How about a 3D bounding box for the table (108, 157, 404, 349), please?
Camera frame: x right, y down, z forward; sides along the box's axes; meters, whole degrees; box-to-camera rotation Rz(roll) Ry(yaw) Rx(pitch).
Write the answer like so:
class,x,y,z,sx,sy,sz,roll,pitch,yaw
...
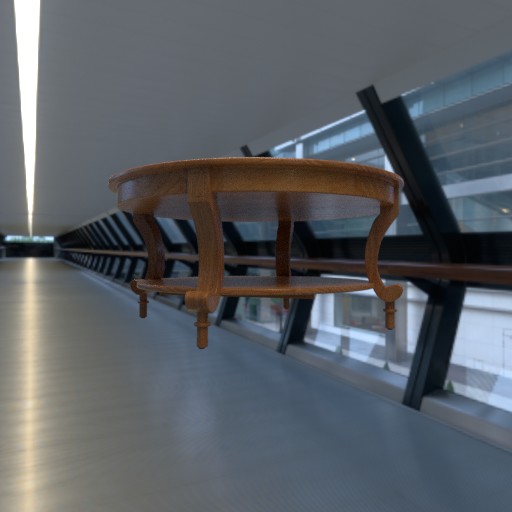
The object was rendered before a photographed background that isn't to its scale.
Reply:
class,x,y,z,sx,sy,sz,roll,pitch,yaw
table,0.000,0.000,1.617,1.029,0.490,1.029,0,0,0
